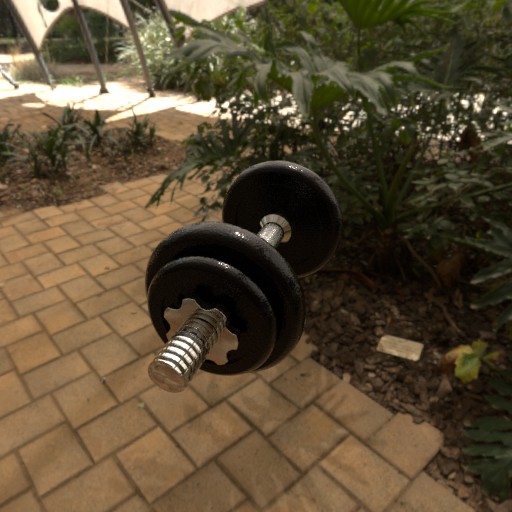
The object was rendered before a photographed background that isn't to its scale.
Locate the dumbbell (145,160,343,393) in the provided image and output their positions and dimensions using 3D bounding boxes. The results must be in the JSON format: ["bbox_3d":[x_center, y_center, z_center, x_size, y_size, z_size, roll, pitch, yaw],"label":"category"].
[{"bbox_3d":[0.000,0.000,0.621,0.202,0.202,0.497,10,31,17],"label":"dumbbell"}]
